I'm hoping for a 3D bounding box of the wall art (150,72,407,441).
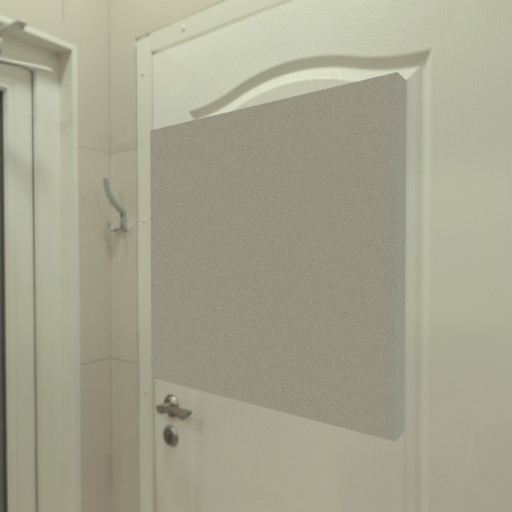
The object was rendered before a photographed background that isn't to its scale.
[{"bbox_3d":[0.000,0.000,0.541,0.355,0.355,0.027,1,1,36],"label":"wall art"}]
